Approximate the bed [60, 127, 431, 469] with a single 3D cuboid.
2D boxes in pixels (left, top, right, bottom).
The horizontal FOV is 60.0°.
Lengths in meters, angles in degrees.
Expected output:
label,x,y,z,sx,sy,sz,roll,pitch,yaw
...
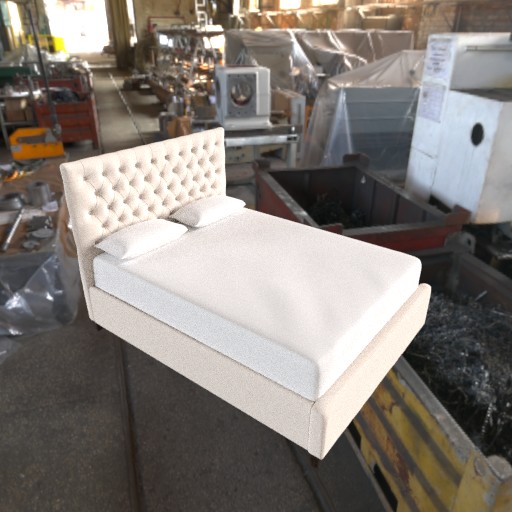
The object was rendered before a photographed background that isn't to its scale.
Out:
label,x,y,z,sx,sy,sz,roll,pitch,yaw
bed,0.000,0.000,3.397,2.233,1.426,1.696,20,33,33
